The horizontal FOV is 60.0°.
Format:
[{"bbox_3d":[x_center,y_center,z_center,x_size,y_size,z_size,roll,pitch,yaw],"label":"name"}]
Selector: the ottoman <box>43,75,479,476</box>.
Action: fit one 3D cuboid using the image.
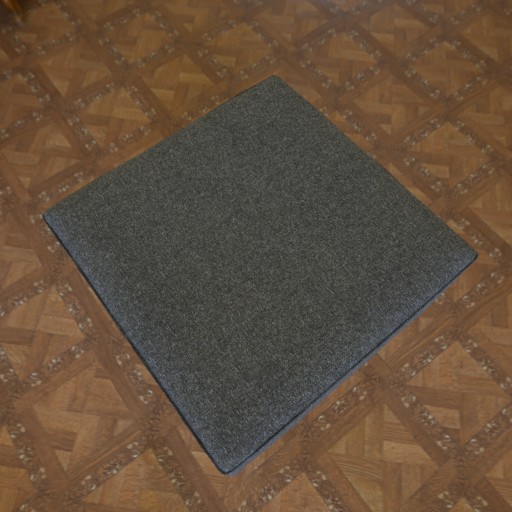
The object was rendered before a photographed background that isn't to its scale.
[{"bbox_3d":[0.000,0.000,1.558,1.021,0.423,1.017,-35,69,-15],"label":"ottoman"}]
